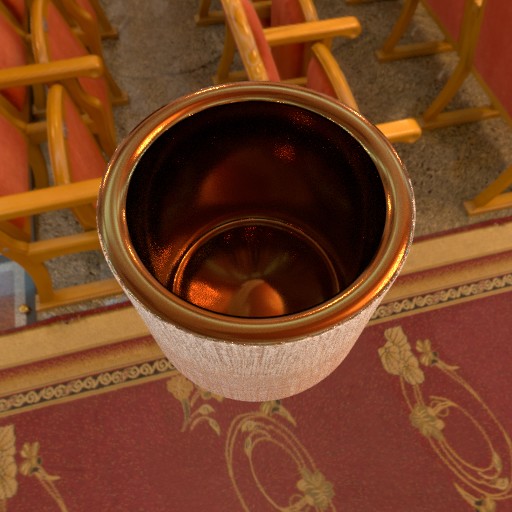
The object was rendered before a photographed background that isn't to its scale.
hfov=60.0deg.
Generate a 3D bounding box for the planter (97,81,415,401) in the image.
[{"bbox_3d":[0.000,0.000,0.313,0.177,0.157,0.177,0,63,0],"label":"planter"}]
